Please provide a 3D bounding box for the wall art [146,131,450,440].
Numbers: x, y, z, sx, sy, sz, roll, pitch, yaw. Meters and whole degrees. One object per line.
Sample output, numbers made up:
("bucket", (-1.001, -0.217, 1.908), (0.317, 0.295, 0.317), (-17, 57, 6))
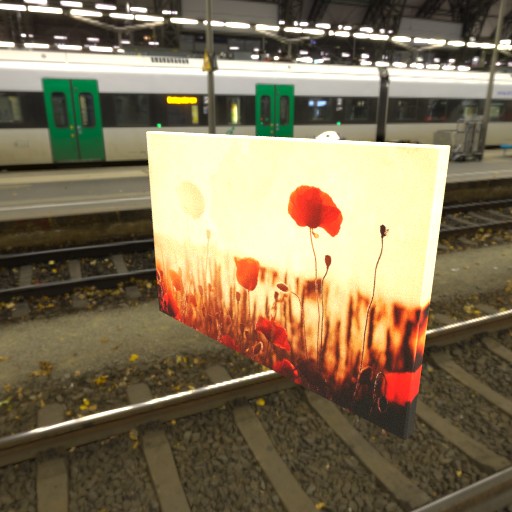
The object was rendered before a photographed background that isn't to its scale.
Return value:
("wall art", (0.000, 0.000, 1.159), (0.918, 0.602, 0.038), (17, 24, 42))
